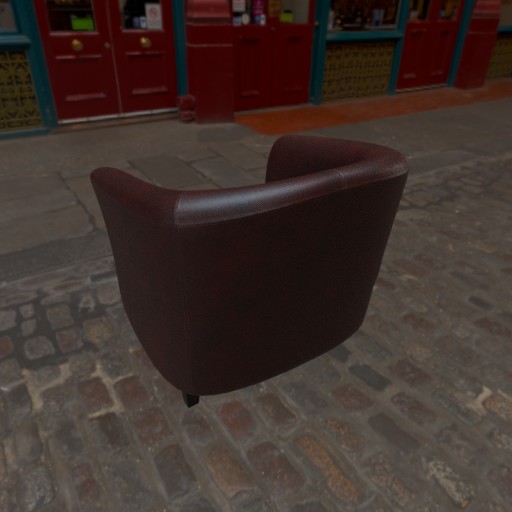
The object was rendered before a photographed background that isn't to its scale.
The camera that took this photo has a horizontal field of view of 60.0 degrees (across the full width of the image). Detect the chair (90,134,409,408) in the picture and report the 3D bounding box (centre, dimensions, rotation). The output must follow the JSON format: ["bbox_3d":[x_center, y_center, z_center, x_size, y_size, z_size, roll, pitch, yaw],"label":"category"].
[{"bbox_3d":[0.000,0.000,1.409,0.792,0.756,0.727,-18,35,-28],"label":"chair"}]
